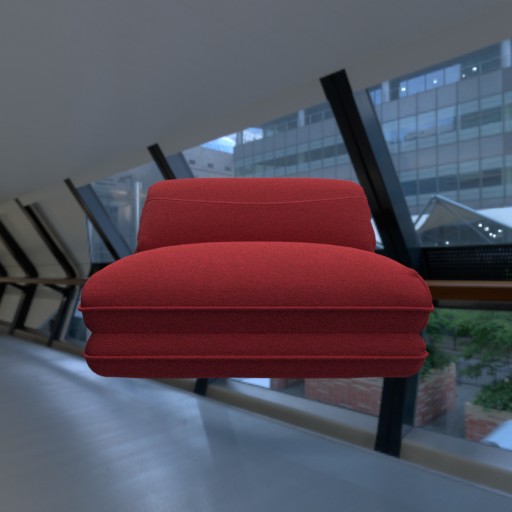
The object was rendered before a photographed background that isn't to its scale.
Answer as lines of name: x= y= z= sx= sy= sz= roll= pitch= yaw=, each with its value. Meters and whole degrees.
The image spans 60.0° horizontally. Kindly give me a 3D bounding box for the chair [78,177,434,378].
chair: x=0.000 y=0.000 z=1.353 sx=0.820 sy=0.580 sz=0.780 roll=0 pitch=-1 yaw=0
